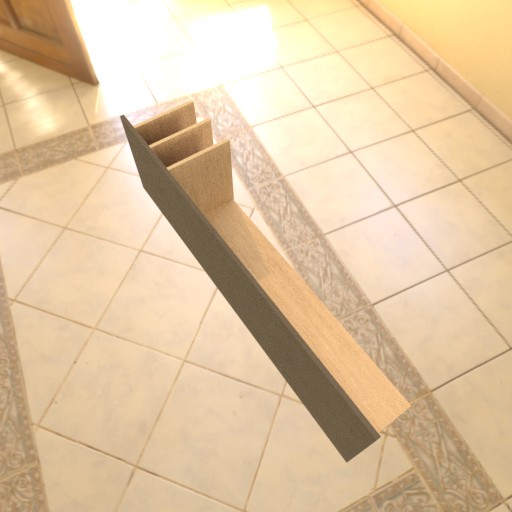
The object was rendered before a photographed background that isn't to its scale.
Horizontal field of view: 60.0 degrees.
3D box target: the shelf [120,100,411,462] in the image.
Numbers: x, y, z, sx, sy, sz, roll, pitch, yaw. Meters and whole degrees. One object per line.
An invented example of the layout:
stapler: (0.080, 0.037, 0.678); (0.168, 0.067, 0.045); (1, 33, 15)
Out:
shelf: (0.000, 0.000, 1.156); (0.200, 0.300, 1.020); (-31, 63, -18)
